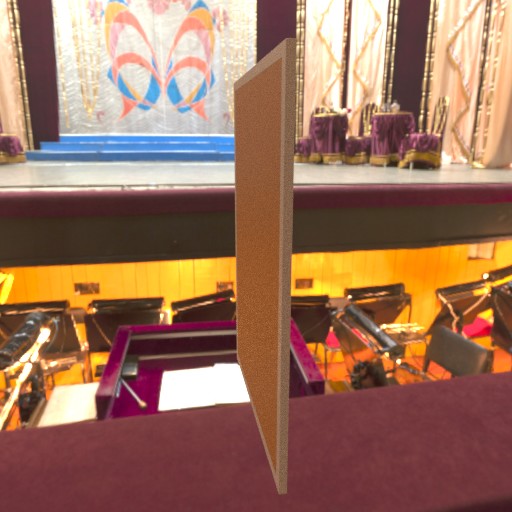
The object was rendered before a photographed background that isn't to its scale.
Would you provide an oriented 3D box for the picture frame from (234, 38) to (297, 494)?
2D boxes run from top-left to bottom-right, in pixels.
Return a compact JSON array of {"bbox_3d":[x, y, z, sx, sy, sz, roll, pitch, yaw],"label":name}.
[{"bbox_3d":[0.000,0.000,0.831,0.013,0.657,0.457,-3,15,-10],"label":"picture frame"}]
